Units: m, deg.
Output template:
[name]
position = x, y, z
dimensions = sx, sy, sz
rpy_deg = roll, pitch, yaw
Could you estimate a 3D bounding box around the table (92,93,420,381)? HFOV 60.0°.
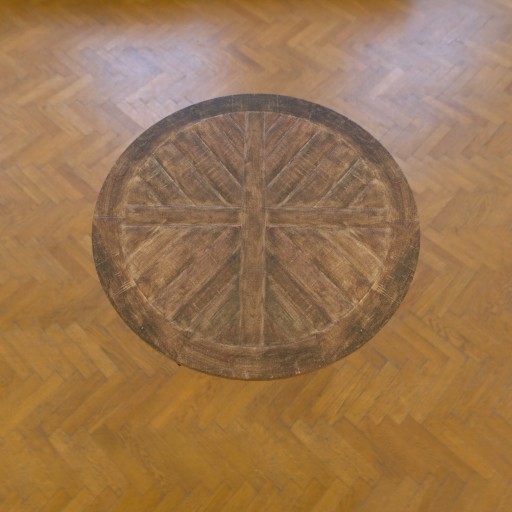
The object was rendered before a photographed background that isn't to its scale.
[table]
position = 0.000, 0.000, 2.066
dimensions = 1.264, 0.762, 1.264
rpy_deg = 0, 64, 0
